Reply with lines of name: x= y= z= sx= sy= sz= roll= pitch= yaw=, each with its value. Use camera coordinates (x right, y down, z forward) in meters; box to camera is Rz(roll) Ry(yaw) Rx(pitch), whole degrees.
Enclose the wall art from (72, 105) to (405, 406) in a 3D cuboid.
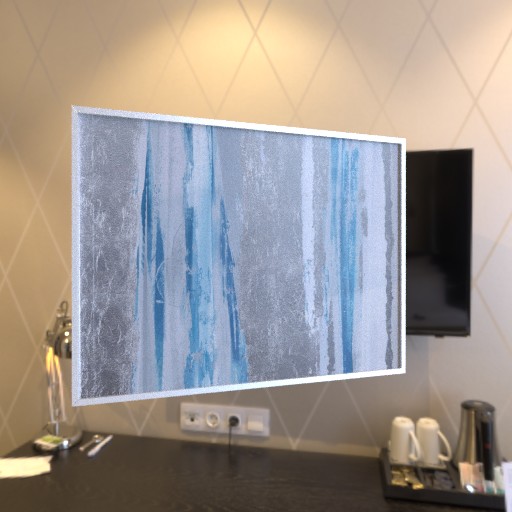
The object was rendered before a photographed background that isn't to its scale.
wall art: x=0.000 y=0.000 z=1.379 sx=1.056 sy=0.801 sz=0.066 roll=0 pitch=0 yaw=-19
